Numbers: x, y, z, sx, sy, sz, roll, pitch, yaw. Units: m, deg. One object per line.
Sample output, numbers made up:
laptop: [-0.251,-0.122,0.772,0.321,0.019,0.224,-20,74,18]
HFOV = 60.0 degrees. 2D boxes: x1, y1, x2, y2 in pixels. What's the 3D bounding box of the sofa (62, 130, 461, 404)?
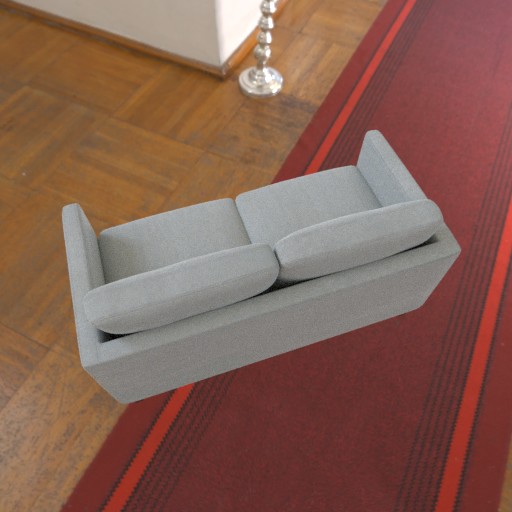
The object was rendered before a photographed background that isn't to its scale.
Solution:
sofa: [0.000,0.000,2.489,1.884,0.963,0.950,-16,59,-10]
